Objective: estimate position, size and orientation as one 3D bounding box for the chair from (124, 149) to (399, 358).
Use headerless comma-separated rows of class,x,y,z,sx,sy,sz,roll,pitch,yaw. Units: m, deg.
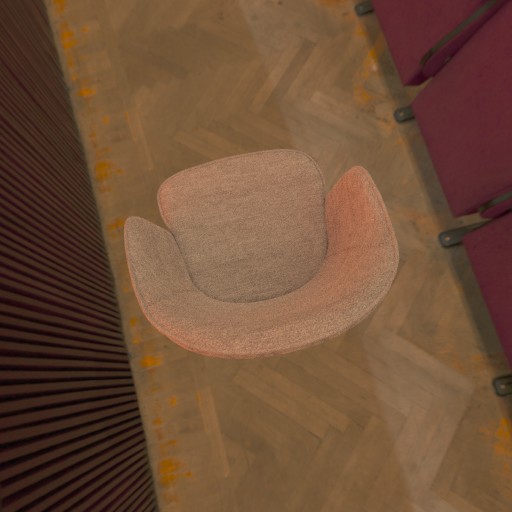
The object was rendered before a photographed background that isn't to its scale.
chair,0.000,0.000,1.144,0.540,0.800,0.530,-13,76,-3
